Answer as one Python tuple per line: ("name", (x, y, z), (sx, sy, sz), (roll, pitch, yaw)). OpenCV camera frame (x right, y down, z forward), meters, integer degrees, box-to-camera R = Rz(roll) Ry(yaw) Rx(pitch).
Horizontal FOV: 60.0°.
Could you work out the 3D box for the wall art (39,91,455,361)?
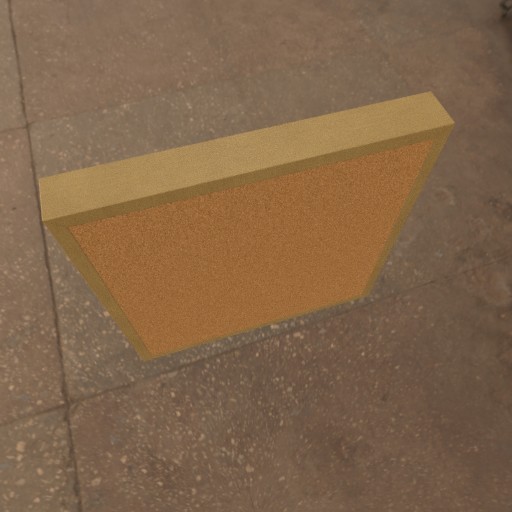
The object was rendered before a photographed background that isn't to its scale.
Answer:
("wall art", (0.000, 0.000, 0.453), (0.305, 0.305, 0.038), (-15, 61, -9))
